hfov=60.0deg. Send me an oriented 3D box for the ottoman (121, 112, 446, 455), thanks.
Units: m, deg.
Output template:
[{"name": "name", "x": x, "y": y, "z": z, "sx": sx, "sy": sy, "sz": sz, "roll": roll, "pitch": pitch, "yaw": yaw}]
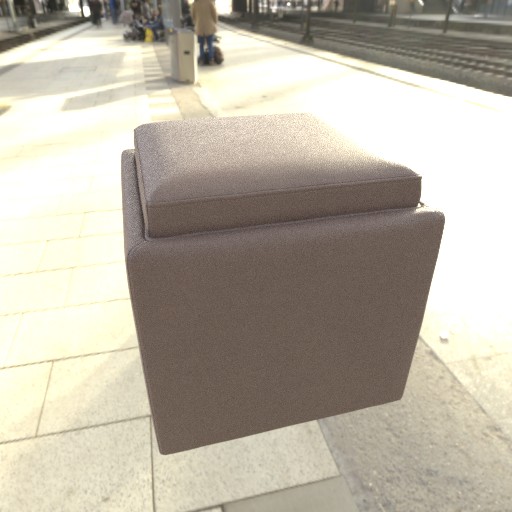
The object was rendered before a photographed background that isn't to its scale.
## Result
[{"name": "ottoman", "x": 0.000, "y": 0.000, "z": 0.824, "sx": 0.450, "sy": 0.460, "sz": 0.451, "roll": -8, "pitch": 31, "yaw": -13}]
